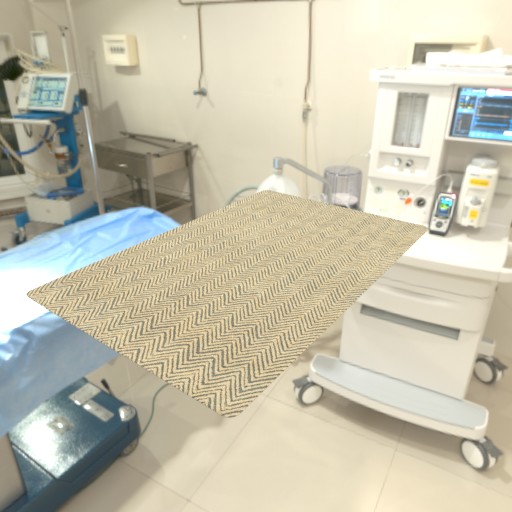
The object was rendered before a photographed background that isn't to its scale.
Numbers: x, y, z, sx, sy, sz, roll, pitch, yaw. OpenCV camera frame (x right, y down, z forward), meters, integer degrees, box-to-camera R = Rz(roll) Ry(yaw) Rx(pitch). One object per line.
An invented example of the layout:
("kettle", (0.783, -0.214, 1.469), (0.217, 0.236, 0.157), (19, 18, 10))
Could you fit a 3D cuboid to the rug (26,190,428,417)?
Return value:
("rug", (0.000, 0.000, 2.184), (1.144, 0.008, 1.752), (19, 32, 32))
